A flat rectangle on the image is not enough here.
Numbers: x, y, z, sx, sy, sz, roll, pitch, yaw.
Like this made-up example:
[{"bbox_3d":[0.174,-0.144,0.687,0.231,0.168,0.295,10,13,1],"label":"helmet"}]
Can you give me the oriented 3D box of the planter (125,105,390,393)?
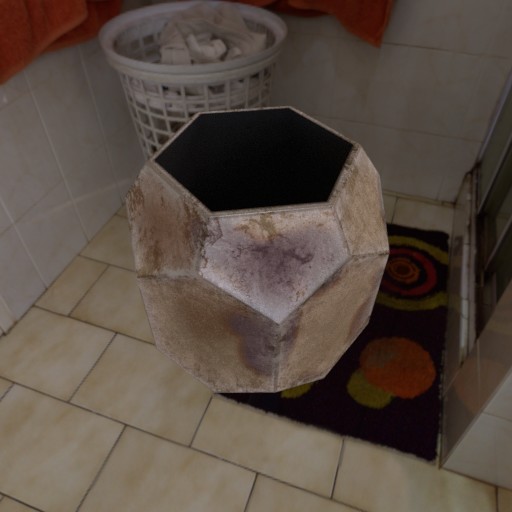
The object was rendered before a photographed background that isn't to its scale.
[{"bbox_3d":[0.000,0.000,0.442,0.243,0.238,0.221,16,47,15],"label":"planter"}]
